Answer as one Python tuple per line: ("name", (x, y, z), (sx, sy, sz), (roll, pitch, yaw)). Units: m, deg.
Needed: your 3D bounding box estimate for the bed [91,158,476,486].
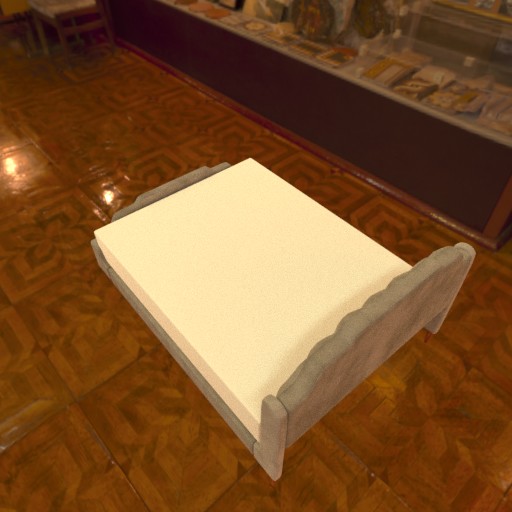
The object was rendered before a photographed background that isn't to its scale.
("bed", (0.000, 0.000, 3.302), (1.676, 1.245, 2.340), (-31, 53, -27))
